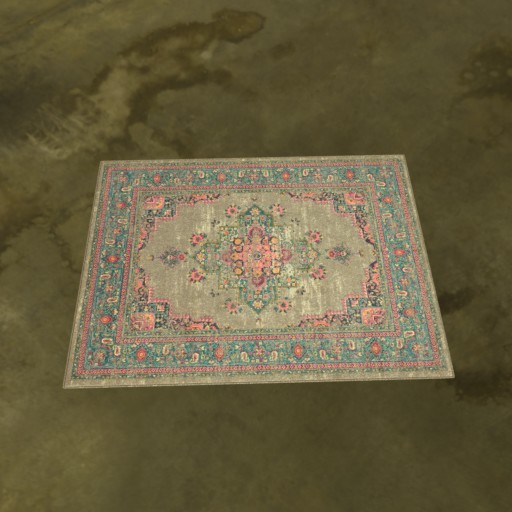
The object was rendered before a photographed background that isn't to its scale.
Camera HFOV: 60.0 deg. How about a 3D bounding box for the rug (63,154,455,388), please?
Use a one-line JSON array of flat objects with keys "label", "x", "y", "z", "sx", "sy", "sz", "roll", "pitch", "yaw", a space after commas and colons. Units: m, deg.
[{"label": "rug", "x": 0.000, "y": 0.000, "z": 2.859, "sx": 2.214, "sy": 0.013, "sz": 1.609, "roll": -1, "pitch": 63, "yaw": -1}]
